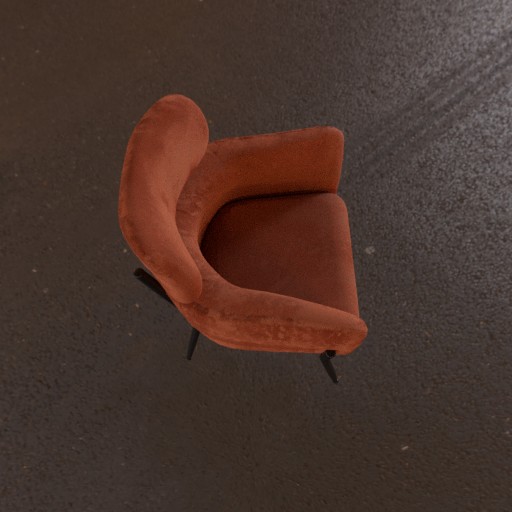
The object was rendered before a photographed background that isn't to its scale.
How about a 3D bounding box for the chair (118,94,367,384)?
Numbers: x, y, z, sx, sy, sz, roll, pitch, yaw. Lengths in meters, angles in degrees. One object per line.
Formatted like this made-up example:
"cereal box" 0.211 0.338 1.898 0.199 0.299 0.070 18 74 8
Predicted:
"chair" 0.000 0.000 1.164 0.523 0.772 0.561 -1 65 0
